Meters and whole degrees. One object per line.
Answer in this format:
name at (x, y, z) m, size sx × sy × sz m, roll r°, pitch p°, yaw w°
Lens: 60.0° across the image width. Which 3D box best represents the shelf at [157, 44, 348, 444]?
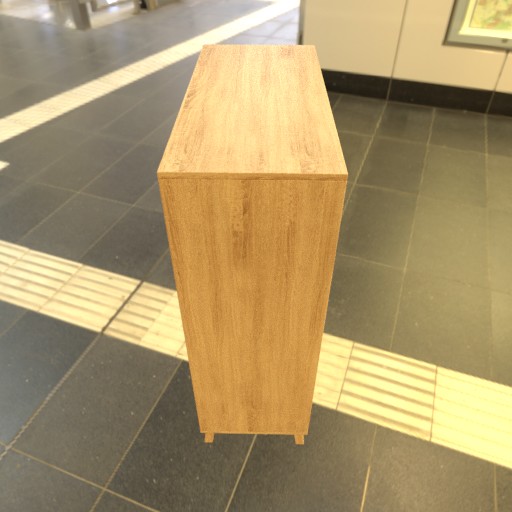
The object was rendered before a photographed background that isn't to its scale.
shelf at (0.000, 0.000, 1.869) m, size 0.450 × 1.390 × 1.000 m, roll 1°, pitch 41°, yaw 1°
